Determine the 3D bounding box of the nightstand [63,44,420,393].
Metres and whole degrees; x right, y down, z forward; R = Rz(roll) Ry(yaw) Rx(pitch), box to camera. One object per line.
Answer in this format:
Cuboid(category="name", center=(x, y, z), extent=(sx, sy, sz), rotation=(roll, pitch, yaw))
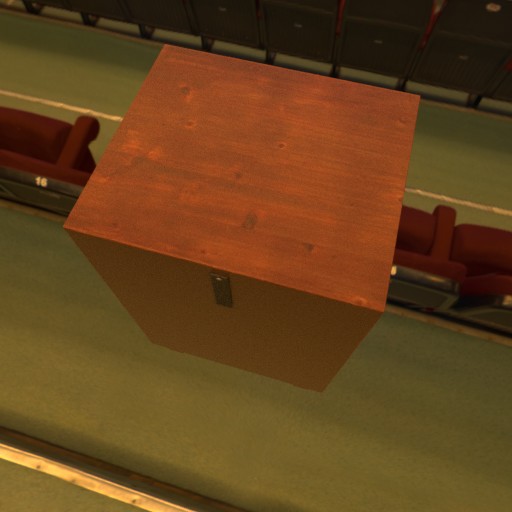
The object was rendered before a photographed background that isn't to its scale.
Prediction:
Cuboid(category="nightstand", center=(0.000, 0.000, 1.004), extent=(0.465, 0.695, 0.410), rotation=(14, 64, 7))
